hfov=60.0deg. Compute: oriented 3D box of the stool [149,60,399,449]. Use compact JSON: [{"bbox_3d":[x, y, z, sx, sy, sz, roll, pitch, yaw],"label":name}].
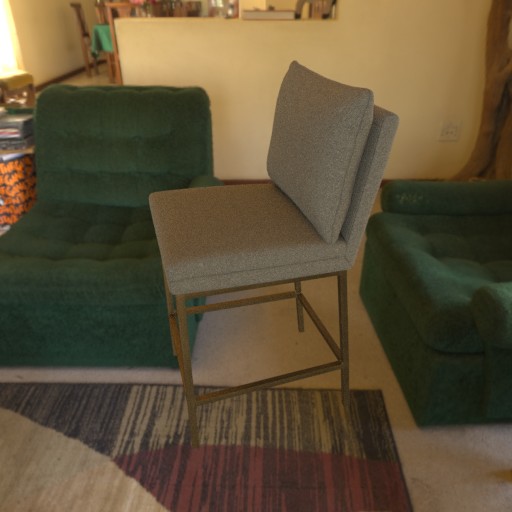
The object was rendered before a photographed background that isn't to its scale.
[{"bbox_3d":[0.000,0.000,1.339,0.569,1.030,0.463,-9,32,-14],"label":"stool"}]
